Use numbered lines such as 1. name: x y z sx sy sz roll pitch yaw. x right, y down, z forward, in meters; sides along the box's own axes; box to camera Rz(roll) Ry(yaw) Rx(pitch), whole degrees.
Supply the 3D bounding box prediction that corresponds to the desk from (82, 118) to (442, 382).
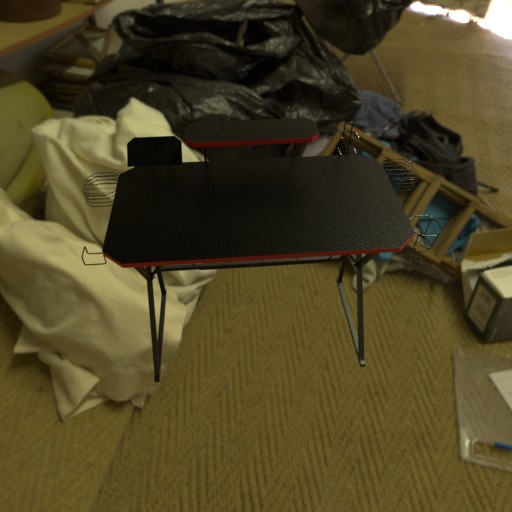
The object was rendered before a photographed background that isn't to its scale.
1. desk: 0.000 0.000 1.817 1.280 0.913 0.588 -3 45 -3
